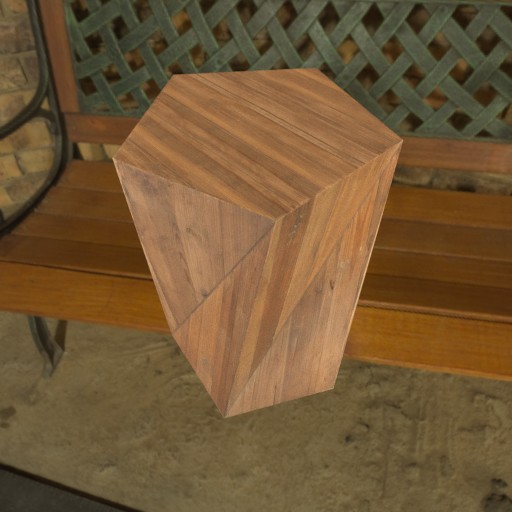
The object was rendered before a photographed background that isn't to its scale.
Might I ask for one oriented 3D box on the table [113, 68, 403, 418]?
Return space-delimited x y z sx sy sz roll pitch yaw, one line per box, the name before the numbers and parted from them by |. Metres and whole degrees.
table | 0.000 0.000 0.904 0.441 0.604 0.425 -17 50 -15
